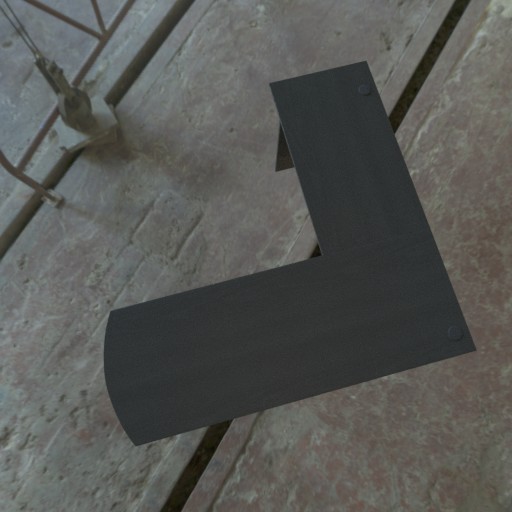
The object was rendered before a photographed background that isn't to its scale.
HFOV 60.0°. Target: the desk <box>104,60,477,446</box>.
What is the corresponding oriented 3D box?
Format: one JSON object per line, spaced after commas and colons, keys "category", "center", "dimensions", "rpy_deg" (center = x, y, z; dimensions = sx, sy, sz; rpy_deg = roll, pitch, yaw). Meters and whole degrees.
{"category": "desk", "center": [0.000, 0.000, 2.112], "dimensions": [1.361, 0.716, 1.303], "rpy_deg": [-14, 76, -4]}
